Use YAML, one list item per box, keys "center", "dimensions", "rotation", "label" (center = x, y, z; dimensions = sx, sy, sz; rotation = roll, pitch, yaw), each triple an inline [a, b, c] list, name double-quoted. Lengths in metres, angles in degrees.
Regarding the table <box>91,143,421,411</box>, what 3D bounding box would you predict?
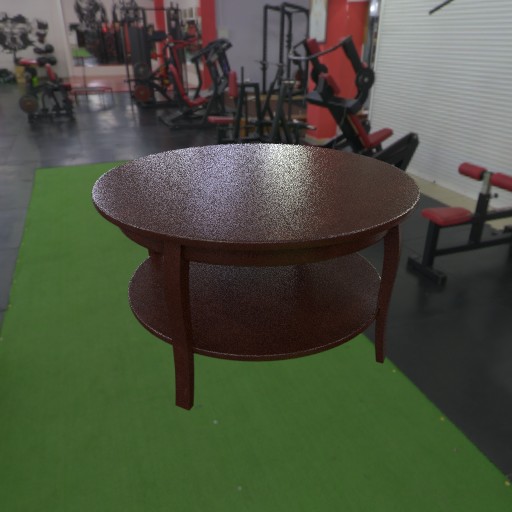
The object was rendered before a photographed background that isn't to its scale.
- center: [0.000, 0.000, 1.404]
  dimensions: [0.911, 0.512, 0.911]
  rotation: [0, 26, 0]
  label: "table"
